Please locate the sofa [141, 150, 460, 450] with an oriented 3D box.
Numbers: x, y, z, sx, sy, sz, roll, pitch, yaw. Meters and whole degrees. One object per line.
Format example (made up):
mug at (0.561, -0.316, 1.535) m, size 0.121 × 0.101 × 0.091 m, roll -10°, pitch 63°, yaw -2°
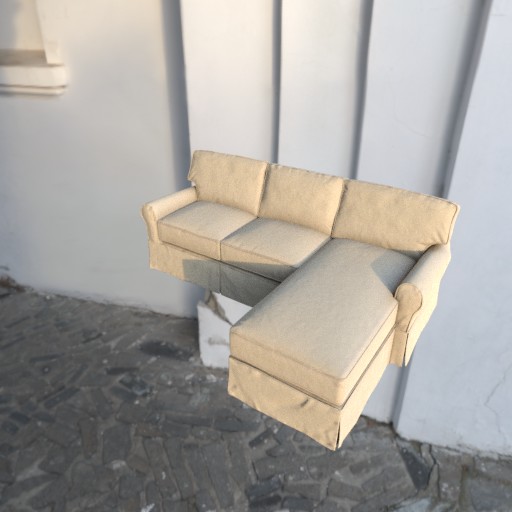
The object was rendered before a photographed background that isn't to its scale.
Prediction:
sofa at (0.000, 0.000, 3.346) m, size 2.475 × 0.978 × 1.733 m, roll 18°, pitch 34°, yaw 29°
